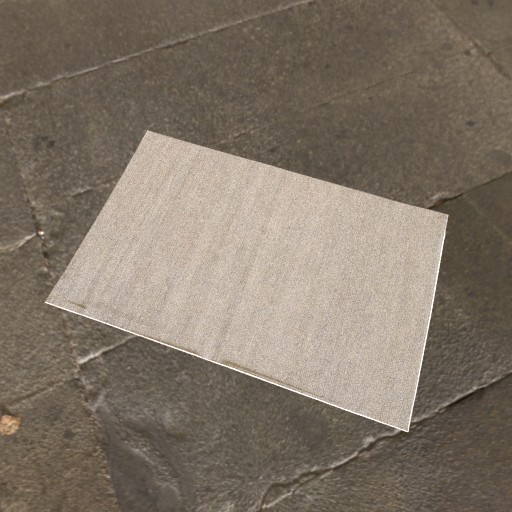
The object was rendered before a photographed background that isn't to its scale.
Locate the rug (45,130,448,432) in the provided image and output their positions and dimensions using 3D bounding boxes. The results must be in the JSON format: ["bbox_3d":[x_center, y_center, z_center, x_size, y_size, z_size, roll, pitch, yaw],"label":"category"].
[{"bbox_3d":[0.000,0.000,2.305,1.820,0.022,1.179,18,64,9],"label":"rug"}]
